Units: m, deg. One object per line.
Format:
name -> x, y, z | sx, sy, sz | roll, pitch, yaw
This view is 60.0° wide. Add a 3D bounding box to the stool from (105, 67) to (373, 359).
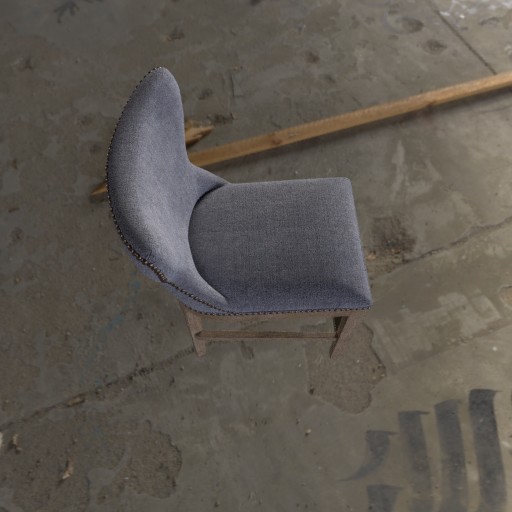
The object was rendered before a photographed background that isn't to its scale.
stool -> 0.000, 0.000, 1.311 | 0.608, 0.981, 0.498 | -3, 63, -1
